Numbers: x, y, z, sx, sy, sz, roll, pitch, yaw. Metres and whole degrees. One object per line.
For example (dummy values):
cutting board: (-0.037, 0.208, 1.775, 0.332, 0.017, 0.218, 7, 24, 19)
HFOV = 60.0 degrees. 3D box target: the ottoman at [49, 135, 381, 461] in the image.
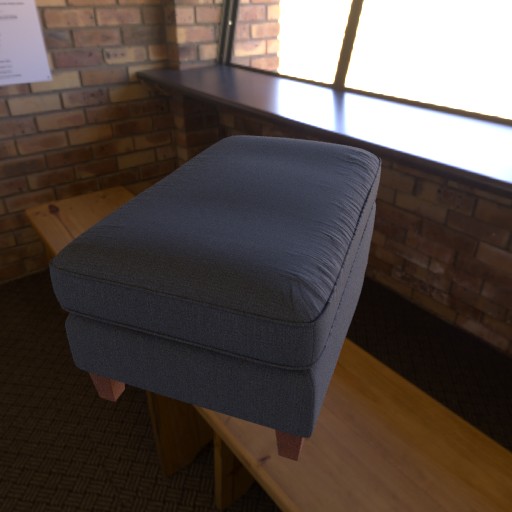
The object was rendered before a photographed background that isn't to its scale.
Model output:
ottoman: (0.000, 0.000, 1.192, 0.570, 0.438, 0.885, 11, 33, 17)
